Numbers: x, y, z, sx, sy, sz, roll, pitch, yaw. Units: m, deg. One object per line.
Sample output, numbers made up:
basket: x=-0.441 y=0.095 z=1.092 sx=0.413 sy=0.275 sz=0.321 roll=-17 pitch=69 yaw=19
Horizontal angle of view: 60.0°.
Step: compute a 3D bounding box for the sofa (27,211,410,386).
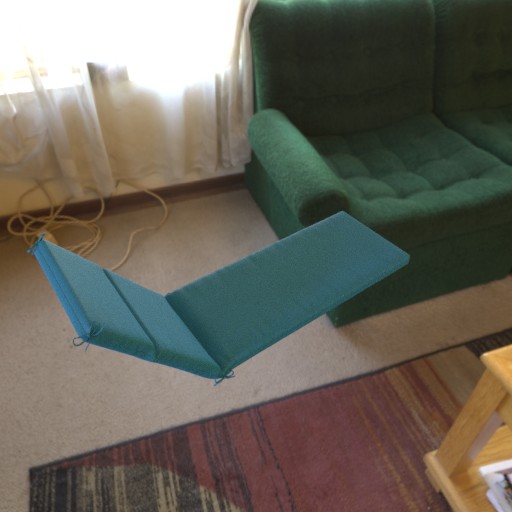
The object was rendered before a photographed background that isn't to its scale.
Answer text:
sofa: x=0.000 y=0.000 z=1.970 sx=1.663 sy=0.622 sz=0.582 roll=-26 pitch=47 yaw=-26
